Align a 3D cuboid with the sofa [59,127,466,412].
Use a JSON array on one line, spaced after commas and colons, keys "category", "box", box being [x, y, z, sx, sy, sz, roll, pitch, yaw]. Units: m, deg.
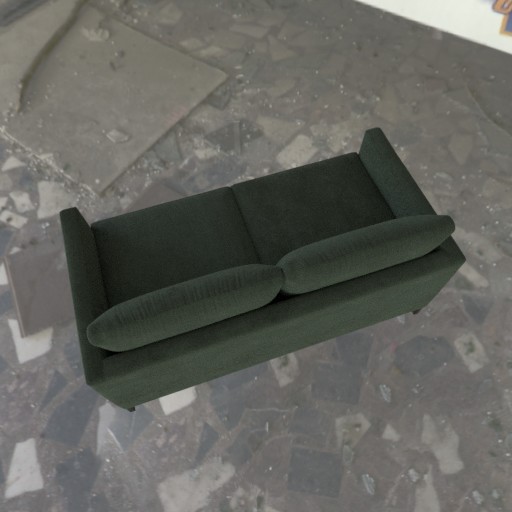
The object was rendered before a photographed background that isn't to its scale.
[{"category": "sofa", "box": [0.000, 0.000, 2.171, 1.676, 0.817, 0.875, -17, 62, -9]}]
